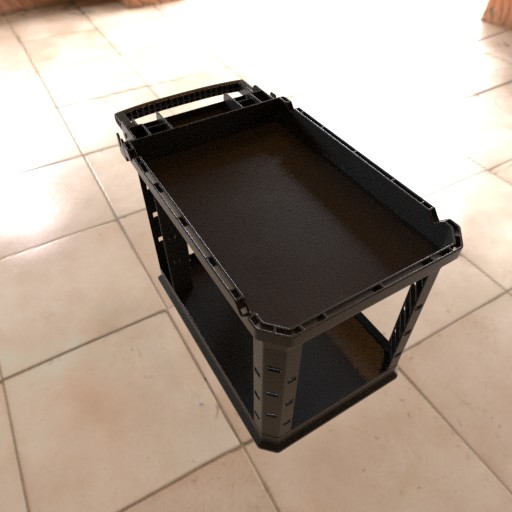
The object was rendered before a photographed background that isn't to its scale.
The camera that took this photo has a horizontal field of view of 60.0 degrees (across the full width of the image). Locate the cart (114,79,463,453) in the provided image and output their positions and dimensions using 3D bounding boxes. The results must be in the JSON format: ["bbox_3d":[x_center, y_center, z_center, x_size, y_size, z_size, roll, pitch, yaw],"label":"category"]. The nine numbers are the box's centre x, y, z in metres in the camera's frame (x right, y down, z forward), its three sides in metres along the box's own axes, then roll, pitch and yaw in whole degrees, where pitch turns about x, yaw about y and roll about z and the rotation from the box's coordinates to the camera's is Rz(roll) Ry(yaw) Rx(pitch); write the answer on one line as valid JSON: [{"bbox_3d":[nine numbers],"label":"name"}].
[{"bbox_3d":[0.000,0.000,1.776,0.674,0.884,1.239,-24,51,-21],"label":"cart"}]
